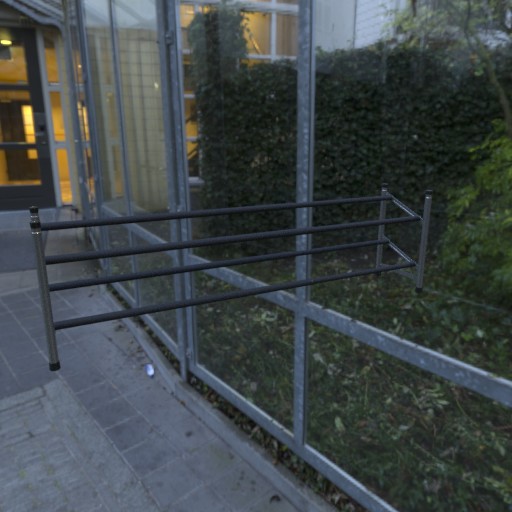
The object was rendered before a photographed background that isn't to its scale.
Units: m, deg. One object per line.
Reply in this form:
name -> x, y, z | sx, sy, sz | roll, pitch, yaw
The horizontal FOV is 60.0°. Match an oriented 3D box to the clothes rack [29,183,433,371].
clothes rack -> 0.000, 0.000, 1.316 | 1.168, 0.349, 0.229 | -8, 18, -25
